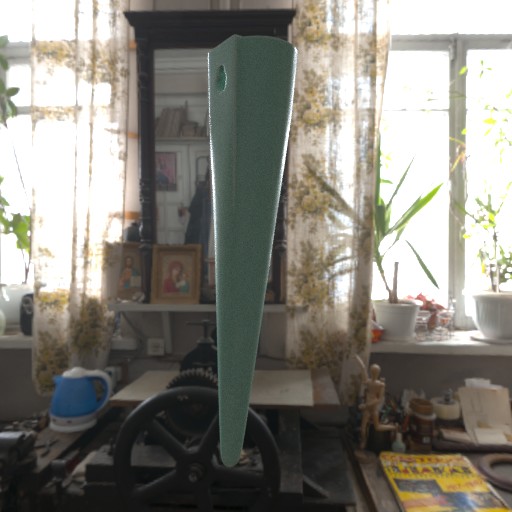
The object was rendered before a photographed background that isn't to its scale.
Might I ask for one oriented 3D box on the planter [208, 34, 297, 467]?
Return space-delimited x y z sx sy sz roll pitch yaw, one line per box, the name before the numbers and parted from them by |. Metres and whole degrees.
planter | 0.000 0.000 0.295 0.055 0.268 0.054 0 1 -37
